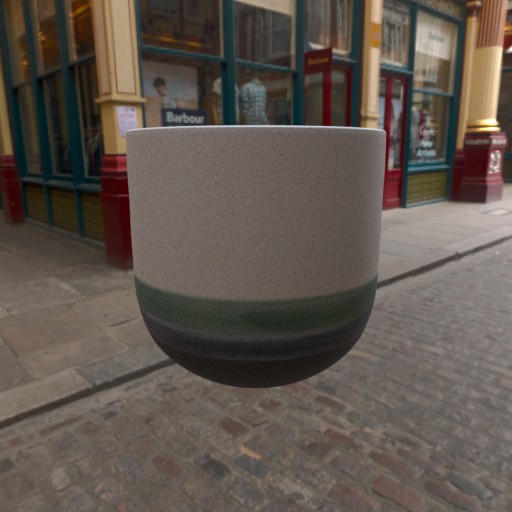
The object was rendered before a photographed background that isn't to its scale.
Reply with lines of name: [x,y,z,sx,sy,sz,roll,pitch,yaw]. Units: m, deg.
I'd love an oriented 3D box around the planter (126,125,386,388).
planter: [0.000,0.000,0.502,0.268,0.270,0.268,0,13,0]
